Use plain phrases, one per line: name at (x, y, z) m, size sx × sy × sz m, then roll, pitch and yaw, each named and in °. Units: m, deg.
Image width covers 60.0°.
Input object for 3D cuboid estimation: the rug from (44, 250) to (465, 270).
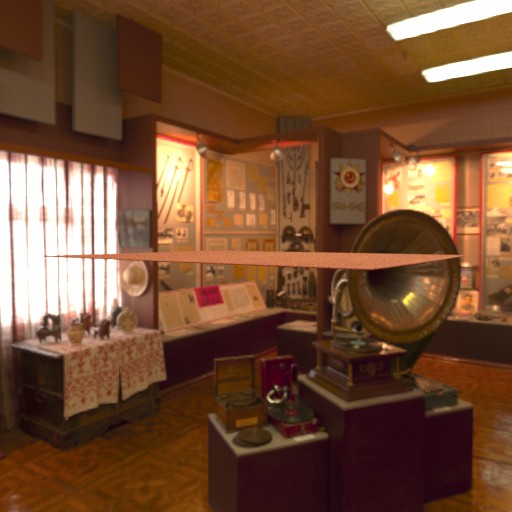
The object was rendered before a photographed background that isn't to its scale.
rug at (0.000, 0.000, 2.754) m, size 2.112 × 0.009 × 1.594 m, roll 2°, pitch 3°, yaw 36°
